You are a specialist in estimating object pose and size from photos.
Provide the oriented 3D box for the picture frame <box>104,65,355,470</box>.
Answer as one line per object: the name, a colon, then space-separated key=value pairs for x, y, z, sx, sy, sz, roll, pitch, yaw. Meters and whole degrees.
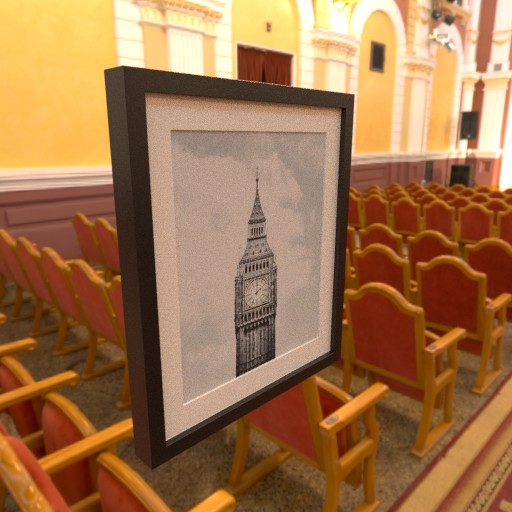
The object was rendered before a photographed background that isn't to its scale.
picture frame: x=0.000 y=0.000 z=0.521 sx=0.328 sy=0.378 sz=0.034 roll=-14 pitch=20 yaw=-43
